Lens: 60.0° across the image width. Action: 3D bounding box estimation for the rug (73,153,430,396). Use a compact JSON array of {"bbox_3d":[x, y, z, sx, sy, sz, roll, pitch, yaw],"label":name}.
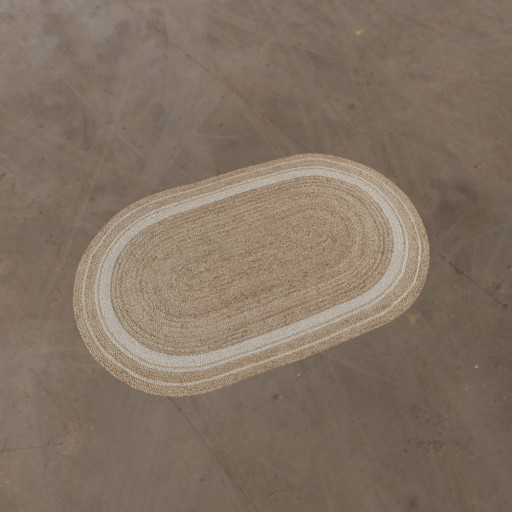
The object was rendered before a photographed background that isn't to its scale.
[{"bbox_3d":[0.000,0.000,2.996,2.432,0.006,1.520,-18,62,-10],"label":"rug"}]
